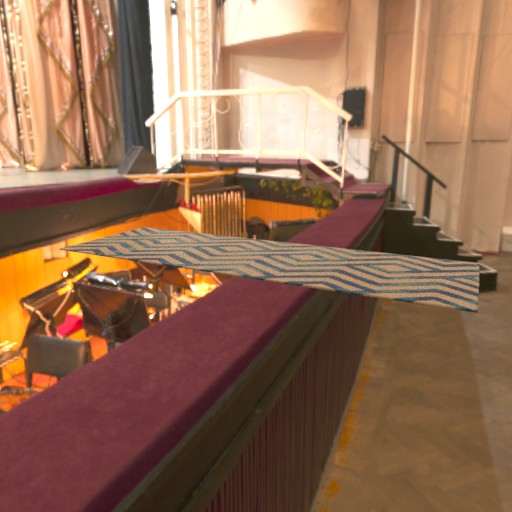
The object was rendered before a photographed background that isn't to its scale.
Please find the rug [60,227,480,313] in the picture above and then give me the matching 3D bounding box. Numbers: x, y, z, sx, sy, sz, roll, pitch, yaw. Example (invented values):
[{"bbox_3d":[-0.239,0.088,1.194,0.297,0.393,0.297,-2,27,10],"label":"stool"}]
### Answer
[{"bbox_3d":[0.000,0.000,1.648,1.492,0.007,0.503,7,16,26],"label":"rug"}]
